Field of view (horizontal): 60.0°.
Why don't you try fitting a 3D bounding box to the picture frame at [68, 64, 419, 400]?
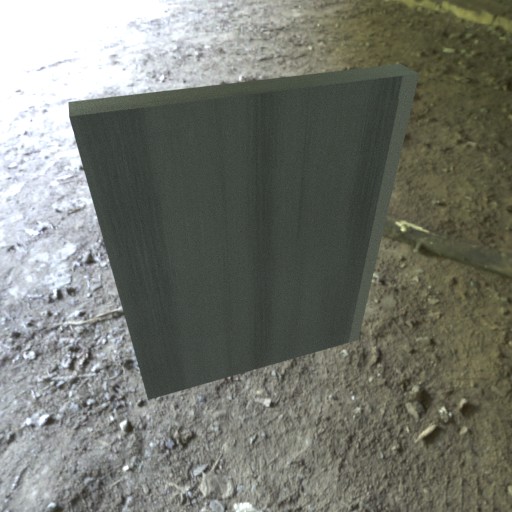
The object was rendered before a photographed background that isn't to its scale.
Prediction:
[{"bbox_3d":[0.000,0.000,0.736,0.449,0.555,0.046,-12,41,-14],"label":"picture frame"}]
